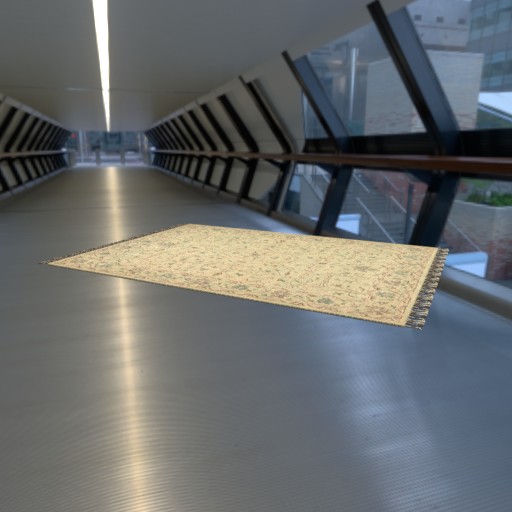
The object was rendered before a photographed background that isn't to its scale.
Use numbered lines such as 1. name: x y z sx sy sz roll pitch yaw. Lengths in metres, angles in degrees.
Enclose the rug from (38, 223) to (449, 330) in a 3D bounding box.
1. rug: 0.000 0.000 2.335 1.802 0.008 1.247 7 16 26
